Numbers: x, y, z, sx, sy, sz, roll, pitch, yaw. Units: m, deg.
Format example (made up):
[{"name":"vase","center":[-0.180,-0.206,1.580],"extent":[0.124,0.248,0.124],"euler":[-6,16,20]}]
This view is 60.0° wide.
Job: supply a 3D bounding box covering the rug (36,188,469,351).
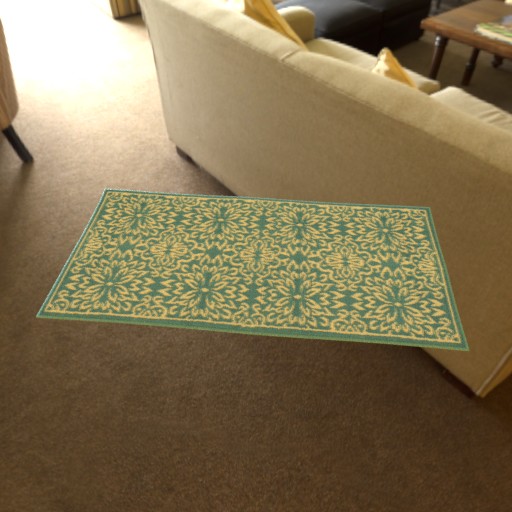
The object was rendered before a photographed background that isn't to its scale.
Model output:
[{"name":"rug","center":[0.000,0.000,1.447],"extent":[1.219,0.007,0.604],"euler":[4,46,4]}]
